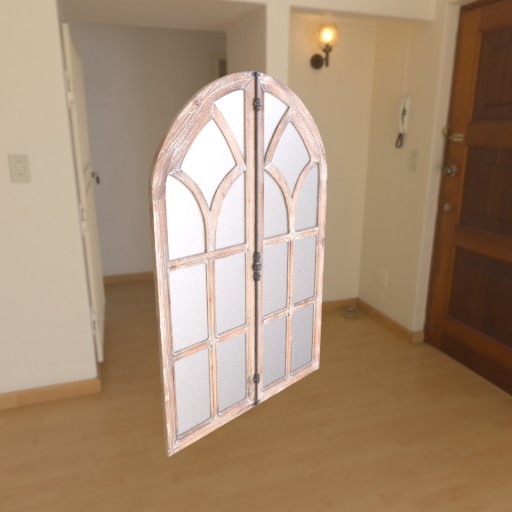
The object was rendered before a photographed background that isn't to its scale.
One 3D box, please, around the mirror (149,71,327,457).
[{"bbox_3d":[0.000,0.000,1.182,0.609,0.915,0.032,-15,22,-43],"label":"mirror"}]
